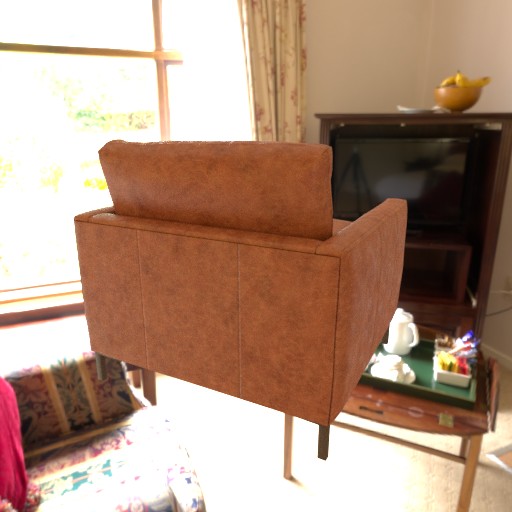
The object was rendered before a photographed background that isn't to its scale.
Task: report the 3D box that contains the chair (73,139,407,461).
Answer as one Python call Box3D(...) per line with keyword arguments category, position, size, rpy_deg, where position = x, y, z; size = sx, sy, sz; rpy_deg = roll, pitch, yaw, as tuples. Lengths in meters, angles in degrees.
Box3D(category="chair", position=(0.000, 0.000, 1.672), size=(0.967, 0.869, 0.862), rpy_deg=(9, 19, 27))
